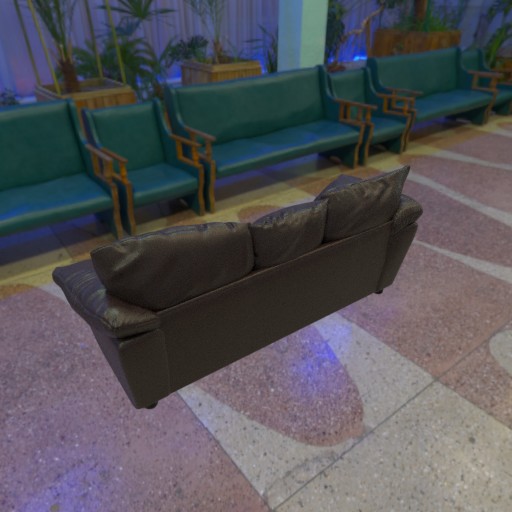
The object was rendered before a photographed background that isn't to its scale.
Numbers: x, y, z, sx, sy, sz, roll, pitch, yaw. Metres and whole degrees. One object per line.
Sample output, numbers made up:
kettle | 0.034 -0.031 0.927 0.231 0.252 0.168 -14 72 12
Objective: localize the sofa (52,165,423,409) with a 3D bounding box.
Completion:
sofa | 0.000 0.000 2.949 2.390 1.091 0.907 -20 37 -29
